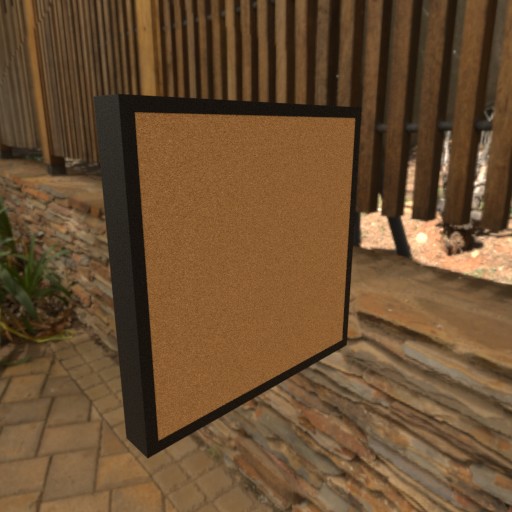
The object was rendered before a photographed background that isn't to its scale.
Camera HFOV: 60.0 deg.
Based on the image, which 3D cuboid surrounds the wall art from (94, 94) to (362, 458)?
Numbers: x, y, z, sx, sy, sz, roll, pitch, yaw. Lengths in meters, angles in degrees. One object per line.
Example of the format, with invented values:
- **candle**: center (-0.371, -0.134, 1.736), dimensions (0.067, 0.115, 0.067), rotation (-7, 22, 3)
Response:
- **wall art**: center (0.000, 0.000, 0.465), dimensions (0.305, 0.304, 0.038), rotation (-15, 22, -42)
